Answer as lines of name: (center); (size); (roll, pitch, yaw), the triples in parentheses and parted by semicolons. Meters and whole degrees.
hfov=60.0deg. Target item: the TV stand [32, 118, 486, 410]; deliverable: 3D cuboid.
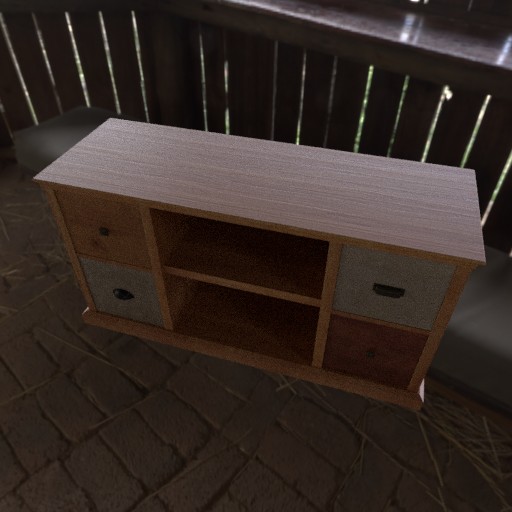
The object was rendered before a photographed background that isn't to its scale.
TV stand: (0.000, 0.000, 1.440); (1.181, 0.607, 0.417); (11, 43, 13)
